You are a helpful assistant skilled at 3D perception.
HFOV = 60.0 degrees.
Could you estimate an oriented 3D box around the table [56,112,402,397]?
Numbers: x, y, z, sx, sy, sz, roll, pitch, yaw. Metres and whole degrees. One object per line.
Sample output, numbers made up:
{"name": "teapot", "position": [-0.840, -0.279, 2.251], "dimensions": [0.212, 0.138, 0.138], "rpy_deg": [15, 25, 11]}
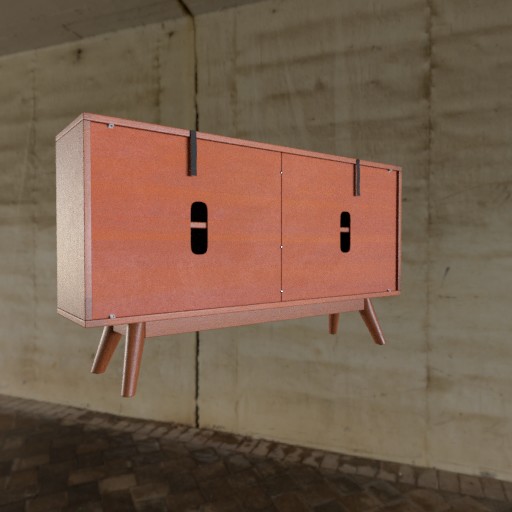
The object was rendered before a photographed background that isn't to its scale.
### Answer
{"name": "table", "position": [0.000, 0.000, 1.523], "dimensions": [1.220, 0.698, 0.308], "rpy_deg": [-1, 2, -36]}
